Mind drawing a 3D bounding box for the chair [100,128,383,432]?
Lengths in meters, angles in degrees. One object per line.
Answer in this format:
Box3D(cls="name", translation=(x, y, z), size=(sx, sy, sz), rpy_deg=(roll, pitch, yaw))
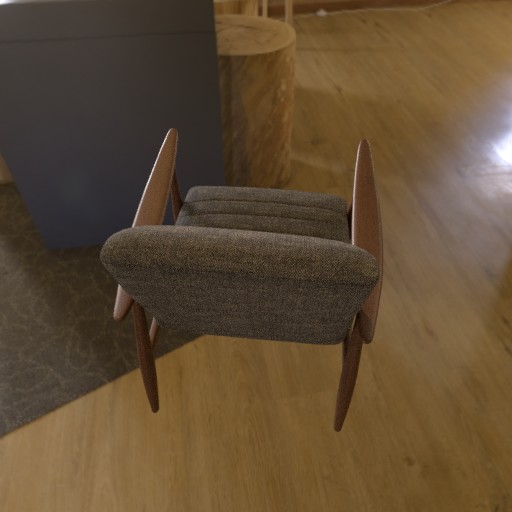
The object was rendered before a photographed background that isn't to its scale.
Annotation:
Box3D(cls="chair", translation=(0.000, 0.000, 1.404), size=(0.741, 0.832, 0.798), rpy_deg=(4, 48, 4))
